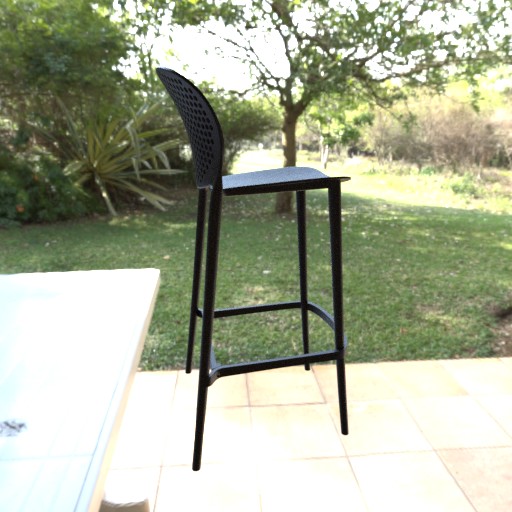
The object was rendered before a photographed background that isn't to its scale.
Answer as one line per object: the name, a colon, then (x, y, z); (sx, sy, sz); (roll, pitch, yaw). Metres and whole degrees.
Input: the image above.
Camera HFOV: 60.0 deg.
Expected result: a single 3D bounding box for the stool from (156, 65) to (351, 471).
stool: (0.000, 0.000, 1.351); (0.535, 1.045, 0.536); (-3, 16, -10)
